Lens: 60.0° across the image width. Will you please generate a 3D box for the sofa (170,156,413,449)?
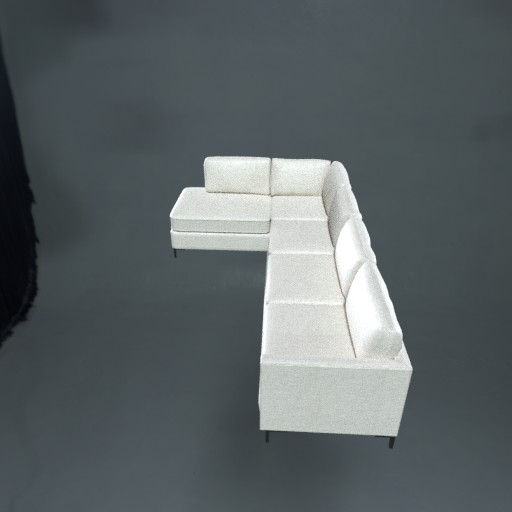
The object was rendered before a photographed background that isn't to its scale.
[{"bbox_3d":[0.000,0.000,4.243,2.048,0.996,3.384,2,30,3],"label":"sofa"}]
